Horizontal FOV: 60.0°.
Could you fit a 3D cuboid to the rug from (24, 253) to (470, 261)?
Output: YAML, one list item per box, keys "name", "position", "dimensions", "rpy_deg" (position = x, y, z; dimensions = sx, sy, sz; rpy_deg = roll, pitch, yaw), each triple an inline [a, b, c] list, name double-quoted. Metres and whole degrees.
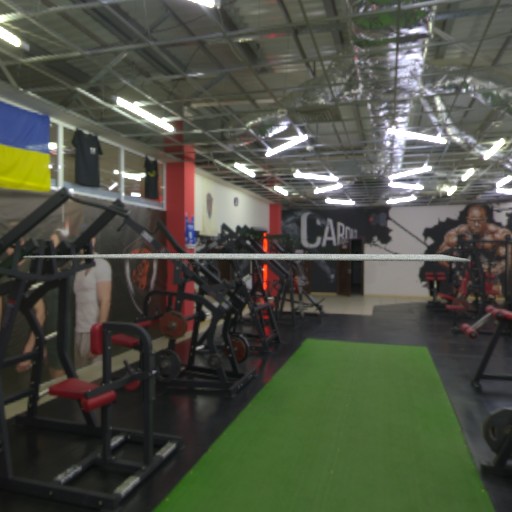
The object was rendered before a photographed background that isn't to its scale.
- name: "rug"
  position: [0.000, 0.000, 2.982]
  dimensions: [2.430, 0.010, 1.515]
  rpy_deg: [0, 1, 19]
